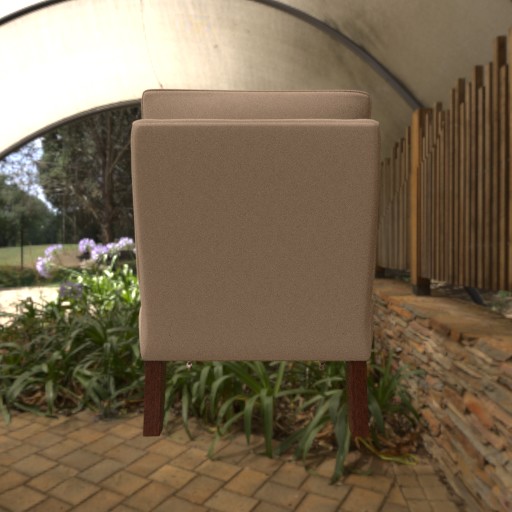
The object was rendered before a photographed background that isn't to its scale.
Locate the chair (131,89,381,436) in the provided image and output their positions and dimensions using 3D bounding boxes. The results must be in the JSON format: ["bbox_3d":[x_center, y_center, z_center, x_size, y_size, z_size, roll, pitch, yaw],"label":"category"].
[{"bbox_3d":[0.000,0.000,1.663,0.724,1.052,0.912,0,1,0],"label":"chair"}]
